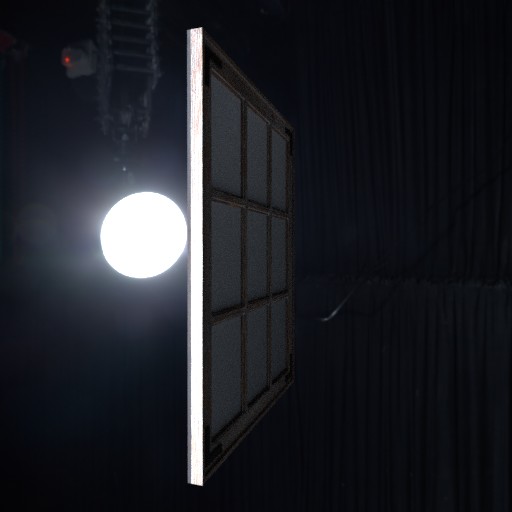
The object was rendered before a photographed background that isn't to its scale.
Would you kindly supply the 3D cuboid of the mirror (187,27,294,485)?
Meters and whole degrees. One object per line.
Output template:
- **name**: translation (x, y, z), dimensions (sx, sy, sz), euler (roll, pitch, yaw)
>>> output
- **mirror**: translation (0.000, 0.000, 1.204), dimensions (0.032, 0.882, 0.730), euler (0, 1, 19)
